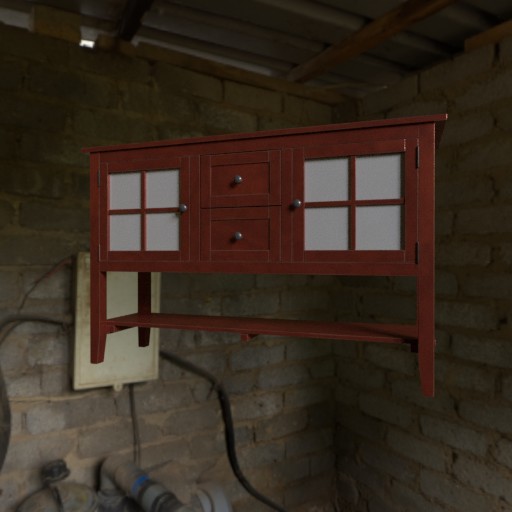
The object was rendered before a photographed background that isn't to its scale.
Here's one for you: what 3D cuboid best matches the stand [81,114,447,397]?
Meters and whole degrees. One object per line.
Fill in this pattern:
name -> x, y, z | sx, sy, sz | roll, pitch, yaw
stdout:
stand -> 0.000, 0.000, 1.755 | 1.362, 0.872, 0.410 | 0, 0, 19
